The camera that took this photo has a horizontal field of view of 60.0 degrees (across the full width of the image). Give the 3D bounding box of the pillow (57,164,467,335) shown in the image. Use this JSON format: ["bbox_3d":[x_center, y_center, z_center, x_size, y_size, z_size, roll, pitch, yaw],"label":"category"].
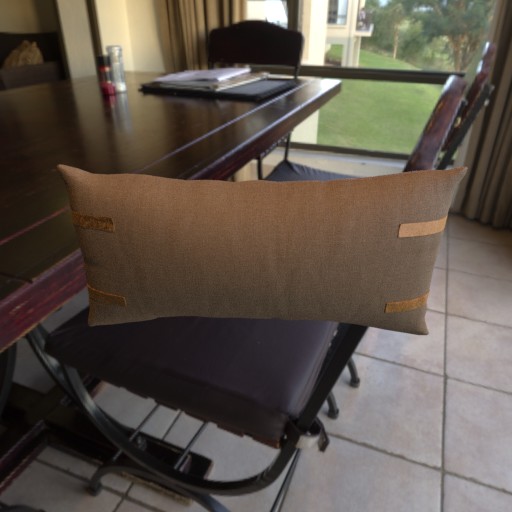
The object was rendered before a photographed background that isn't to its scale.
[{"bbox_3d":[0.000,0.000,0.720,0.612,0.308,0.148,1,30,2],"label":"pillow"}]
